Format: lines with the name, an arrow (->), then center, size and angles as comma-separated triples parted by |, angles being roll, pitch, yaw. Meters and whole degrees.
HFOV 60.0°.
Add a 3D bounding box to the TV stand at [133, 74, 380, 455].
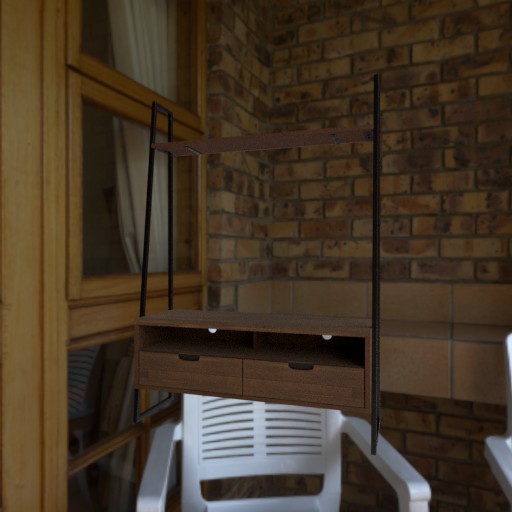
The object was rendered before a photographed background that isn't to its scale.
TV stand -> 0.000, 0.000, 2.348 | 1.250, 1.772, 0.432 | 0, 0, 18
